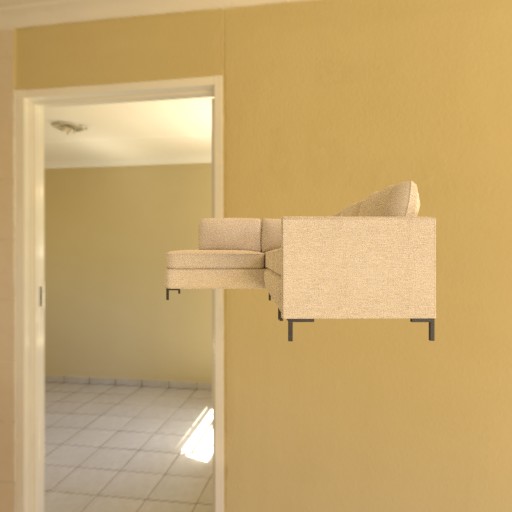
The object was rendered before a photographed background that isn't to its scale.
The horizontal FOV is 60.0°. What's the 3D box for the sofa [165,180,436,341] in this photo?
[{"bbox_3d":[0.000,0.000,4.263,2.048,0.996,3.384,0,0,-1],"label":"sofa"}]
